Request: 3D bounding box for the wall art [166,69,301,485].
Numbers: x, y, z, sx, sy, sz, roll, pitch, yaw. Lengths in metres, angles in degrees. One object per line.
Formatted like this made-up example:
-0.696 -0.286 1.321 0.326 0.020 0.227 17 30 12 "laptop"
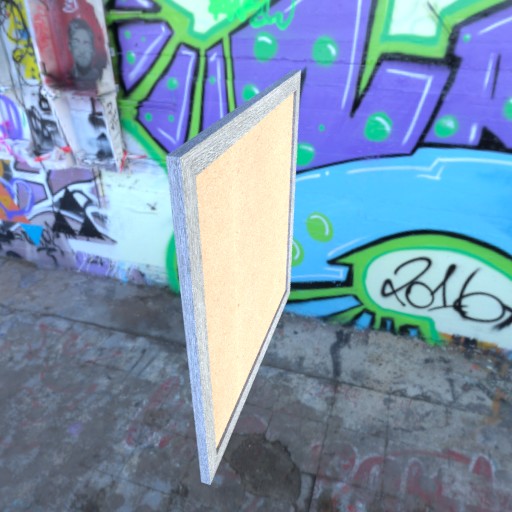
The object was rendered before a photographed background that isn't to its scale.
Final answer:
0.000 0.000 1.001 0.020 0.685 0.685 9 33 15 "wall art"
